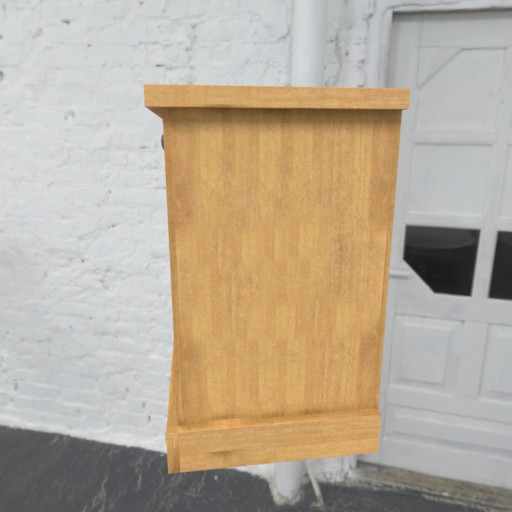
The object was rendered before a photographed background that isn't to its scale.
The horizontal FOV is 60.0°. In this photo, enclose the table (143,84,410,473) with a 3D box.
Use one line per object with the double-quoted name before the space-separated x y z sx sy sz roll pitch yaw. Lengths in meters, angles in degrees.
"table" 0.000 0.000 1.229 0.500 0.813 0.660 -2 15 -8
